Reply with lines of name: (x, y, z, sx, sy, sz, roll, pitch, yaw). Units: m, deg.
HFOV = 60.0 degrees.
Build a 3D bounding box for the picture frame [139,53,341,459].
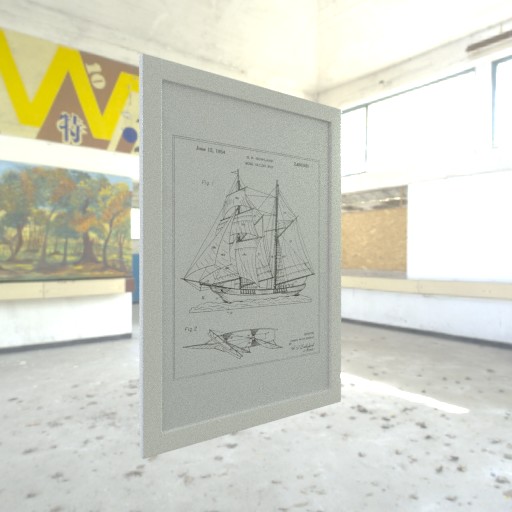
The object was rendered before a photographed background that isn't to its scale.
picture frame: (0.000, 0.000, 0.700, 0.381, 0.534, 0.012, 0, 0, -37)
